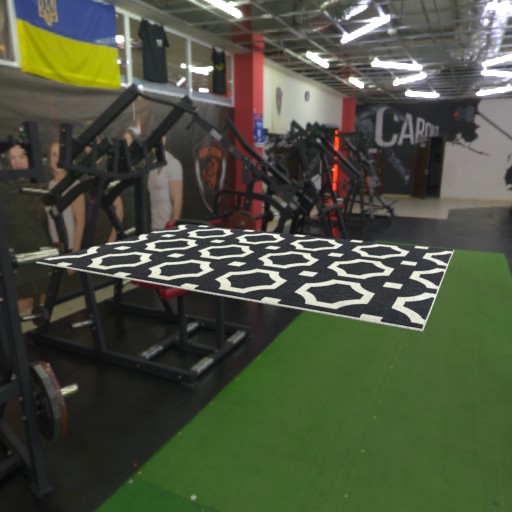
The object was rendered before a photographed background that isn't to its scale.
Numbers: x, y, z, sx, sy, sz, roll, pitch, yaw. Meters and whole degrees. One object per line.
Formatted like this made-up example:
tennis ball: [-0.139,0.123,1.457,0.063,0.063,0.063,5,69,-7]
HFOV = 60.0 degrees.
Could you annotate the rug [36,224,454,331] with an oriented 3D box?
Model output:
rug: [0.000,0.000,2.917,2.286,0.016,1.555,7,15,27]
